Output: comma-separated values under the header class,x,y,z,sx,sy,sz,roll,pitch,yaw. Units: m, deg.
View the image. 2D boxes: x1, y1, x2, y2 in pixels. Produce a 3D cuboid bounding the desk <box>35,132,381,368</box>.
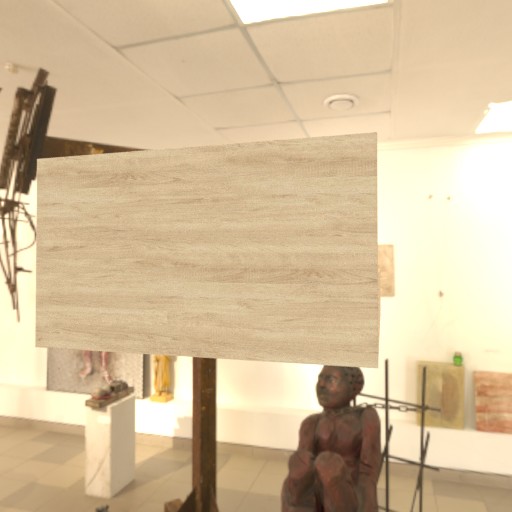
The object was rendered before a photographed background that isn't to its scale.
class,x,y,z,sx,sy,sz,roll,pitch,yaw
desk,0.000,0.000,2.604,1.400,0.800,1.900,0,-1,16
